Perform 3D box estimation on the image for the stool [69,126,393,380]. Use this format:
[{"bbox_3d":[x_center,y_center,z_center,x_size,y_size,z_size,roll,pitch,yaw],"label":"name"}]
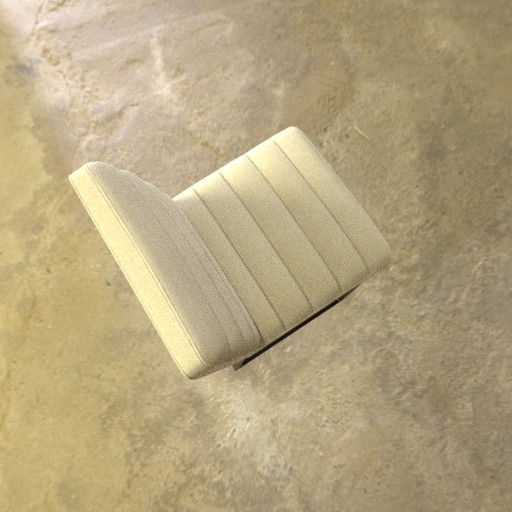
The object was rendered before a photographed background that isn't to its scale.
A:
[{"bbox_3d":[0.000,0.000,1.256,0.560,0.940,0.460,-32,77,-8],"label":"stool"}]
